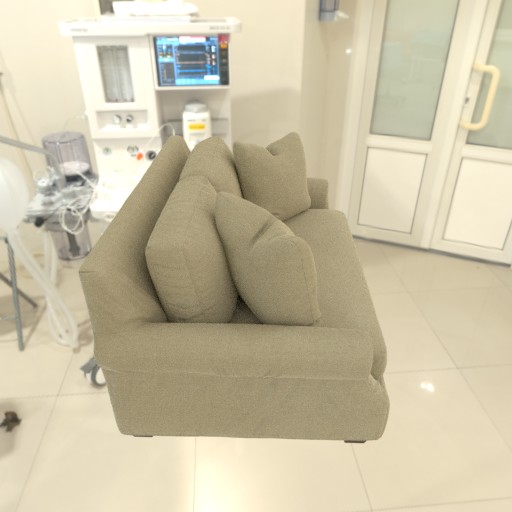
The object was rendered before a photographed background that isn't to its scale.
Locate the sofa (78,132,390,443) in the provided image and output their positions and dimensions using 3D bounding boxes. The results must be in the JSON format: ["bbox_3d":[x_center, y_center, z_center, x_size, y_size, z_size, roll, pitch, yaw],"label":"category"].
[{"bbox_3d":[0.000,0.000,2.124,1.070,0.905,1.550,1,32,2],"label":"sofa"}]
